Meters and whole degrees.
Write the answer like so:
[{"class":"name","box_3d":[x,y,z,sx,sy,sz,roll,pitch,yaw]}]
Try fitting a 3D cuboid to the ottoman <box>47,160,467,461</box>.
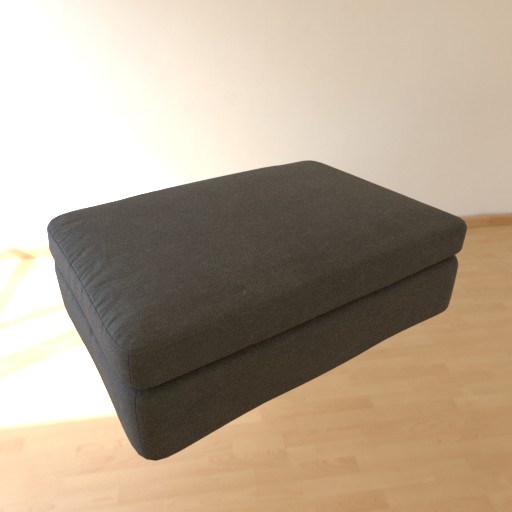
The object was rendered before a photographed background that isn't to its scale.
[{"class":"ottoman","box_3d":[0.000,0.000,1.534,1.199,0.429,0.840,-18,34,-29]}]
